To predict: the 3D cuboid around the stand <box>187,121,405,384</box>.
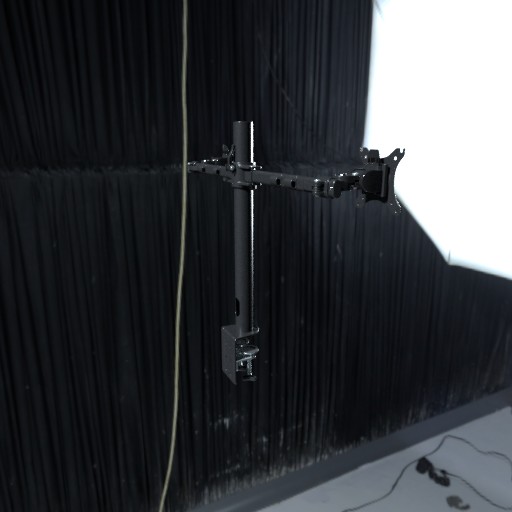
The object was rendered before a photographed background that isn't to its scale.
[{"bbox_3d":[0.000,0.000,1.043,0.150,0.603,0.743,-7,16,-26],"label":"stand"}]
